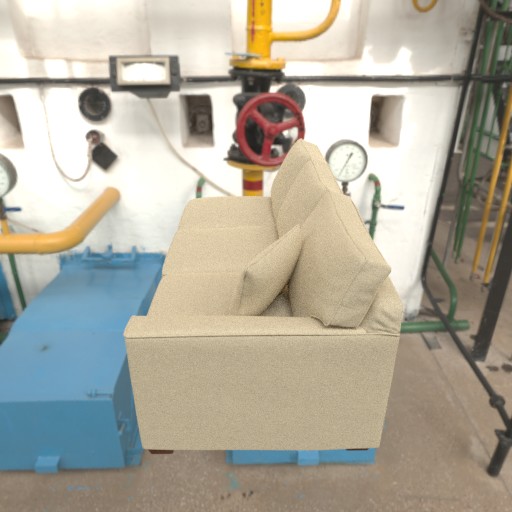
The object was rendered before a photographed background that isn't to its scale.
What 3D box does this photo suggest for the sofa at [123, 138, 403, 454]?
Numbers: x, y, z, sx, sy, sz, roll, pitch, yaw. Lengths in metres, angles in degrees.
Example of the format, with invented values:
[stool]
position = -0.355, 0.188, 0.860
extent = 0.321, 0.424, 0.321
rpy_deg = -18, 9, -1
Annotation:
[sofa]
position = 0.000, 0.000, 2.529
extent = 1.034, 0.946, 1.963
rpy_deg = 0, 26, -1
